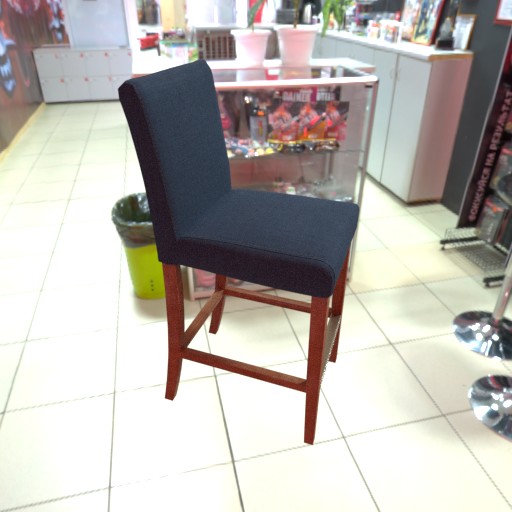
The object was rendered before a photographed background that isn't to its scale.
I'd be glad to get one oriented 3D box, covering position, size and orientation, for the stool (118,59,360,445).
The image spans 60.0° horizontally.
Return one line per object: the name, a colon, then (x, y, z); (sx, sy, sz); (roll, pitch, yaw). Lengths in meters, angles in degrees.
stool: (0.000, 0.000, 1.411); (0.574, 1.088, 0.454); (10, 33, 17)
